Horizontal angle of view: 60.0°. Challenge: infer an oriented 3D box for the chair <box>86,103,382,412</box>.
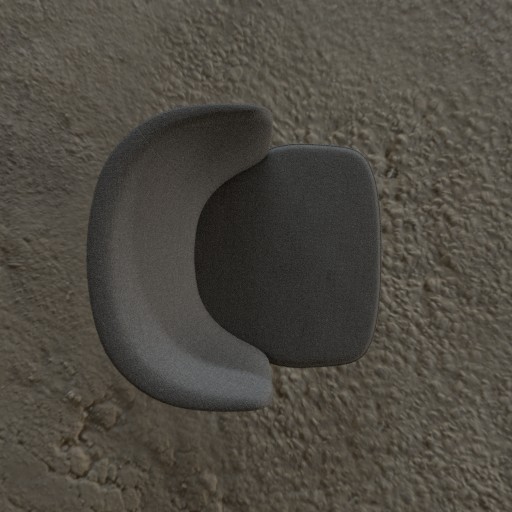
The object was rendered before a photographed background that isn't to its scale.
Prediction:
[{"bbox_3d":[0.000,0.000,1.242,0.698,0.695,0.639,0,91,-1],"label":"chair"}]
